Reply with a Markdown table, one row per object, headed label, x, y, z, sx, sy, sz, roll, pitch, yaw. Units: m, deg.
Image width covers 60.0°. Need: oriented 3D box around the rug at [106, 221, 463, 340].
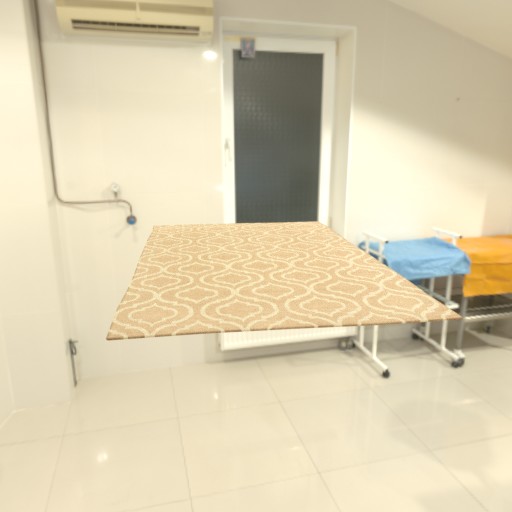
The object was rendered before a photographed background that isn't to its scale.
| label | x | y | z | sx | sy | sz | roll | pitch | yaw |
| --- | --- | --- | --- | --- | --- | --- | --- | --- | --- |
| rug | 0.000 | 0.000 | 2.221 | 1.152 | 0.013 | 1.761 | -2 | 15 | -8 |
